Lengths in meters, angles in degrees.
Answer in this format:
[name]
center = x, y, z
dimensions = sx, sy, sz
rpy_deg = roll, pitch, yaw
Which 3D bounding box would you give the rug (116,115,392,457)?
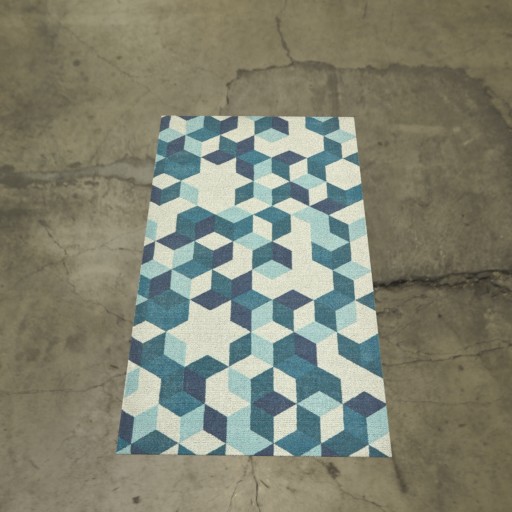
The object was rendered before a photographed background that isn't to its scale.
[rug]
center = 0.000, 0.000, 2.964
dimensions = 1.518, 0.015, 2.438
rpy_deg = 1, 64, 0
